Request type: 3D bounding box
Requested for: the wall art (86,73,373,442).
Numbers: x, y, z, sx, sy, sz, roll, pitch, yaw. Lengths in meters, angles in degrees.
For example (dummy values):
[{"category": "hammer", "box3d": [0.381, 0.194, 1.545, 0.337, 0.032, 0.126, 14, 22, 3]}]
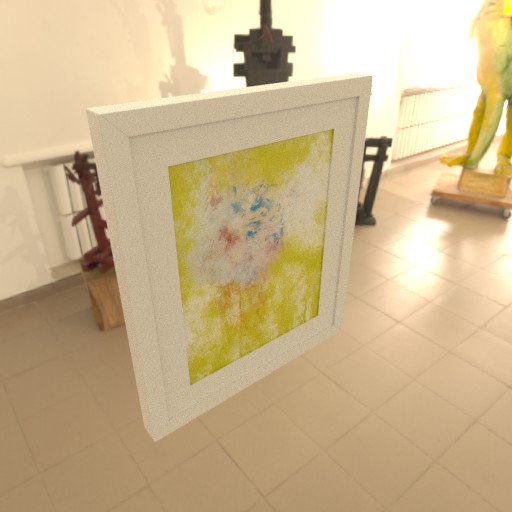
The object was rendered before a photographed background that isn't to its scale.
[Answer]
[{"category": "wall art", "box3d": [0.000, 0.000, 0.532, 0.331, 0.381, 0.028, -22, 36, -33]}]
